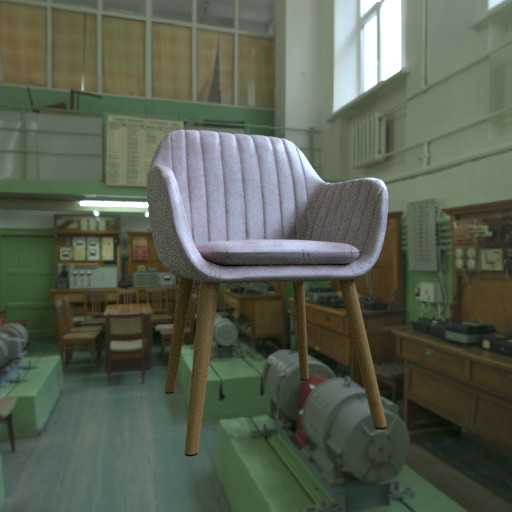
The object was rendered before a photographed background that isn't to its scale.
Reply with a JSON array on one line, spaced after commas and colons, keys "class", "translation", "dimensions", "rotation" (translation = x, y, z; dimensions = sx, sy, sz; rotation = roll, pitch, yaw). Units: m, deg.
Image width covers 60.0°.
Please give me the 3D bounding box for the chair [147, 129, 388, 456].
[{"class": "chair", "translation": [0.000, 0.000, 1.262], "dimensions": [0.610, 0.832, 0.570], "rotation": [0, 1, -18]}]
